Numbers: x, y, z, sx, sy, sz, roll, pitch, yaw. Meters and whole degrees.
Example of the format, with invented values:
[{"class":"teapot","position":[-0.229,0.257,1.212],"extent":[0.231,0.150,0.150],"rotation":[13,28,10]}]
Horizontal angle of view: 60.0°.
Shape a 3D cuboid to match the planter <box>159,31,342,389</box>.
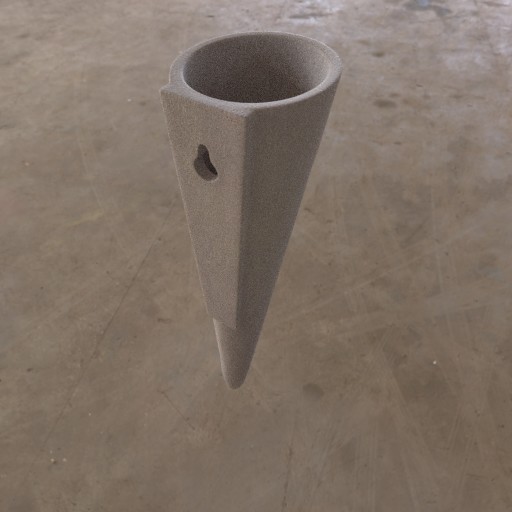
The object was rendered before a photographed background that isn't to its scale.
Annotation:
[{"class":"planter","position":[0.000,0.000,0.300],"extent":[0.078,0.259,0.087],"rotation":[25,52,22]}]
